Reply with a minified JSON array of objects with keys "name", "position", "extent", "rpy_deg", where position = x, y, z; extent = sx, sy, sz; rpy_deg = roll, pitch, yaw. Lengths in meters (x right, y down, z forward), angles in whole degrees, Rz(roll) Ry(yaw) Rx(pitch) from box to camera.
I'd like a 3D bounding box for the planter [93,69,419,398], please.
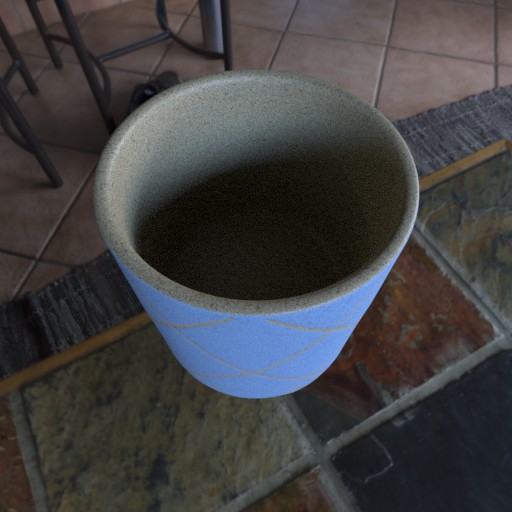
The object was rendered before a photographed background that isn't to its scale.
[{"name":"planter","position":[0.000,0.000,0.411],"extent":[0.227,0.235,0.227],"rpy_deg":[0,58,0]}]
